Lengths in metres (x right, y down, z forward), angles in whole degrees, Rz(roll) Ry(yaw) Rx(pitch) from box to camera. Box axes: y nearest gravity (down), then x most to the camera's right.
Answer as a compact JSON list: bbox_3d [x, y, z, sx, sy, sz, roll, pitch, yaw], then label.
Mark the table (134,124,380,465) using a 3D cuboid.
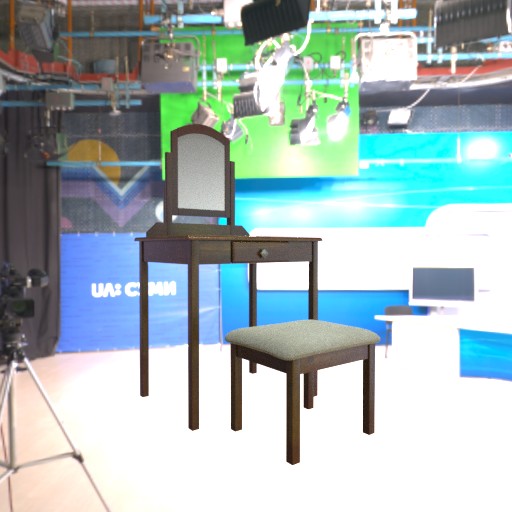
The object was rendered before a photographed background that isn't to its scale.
[{"bbox_3d":[0.000,0.000,2.347,0.876,1.631,1.211,-1,1,-37],"label":"table"}]
